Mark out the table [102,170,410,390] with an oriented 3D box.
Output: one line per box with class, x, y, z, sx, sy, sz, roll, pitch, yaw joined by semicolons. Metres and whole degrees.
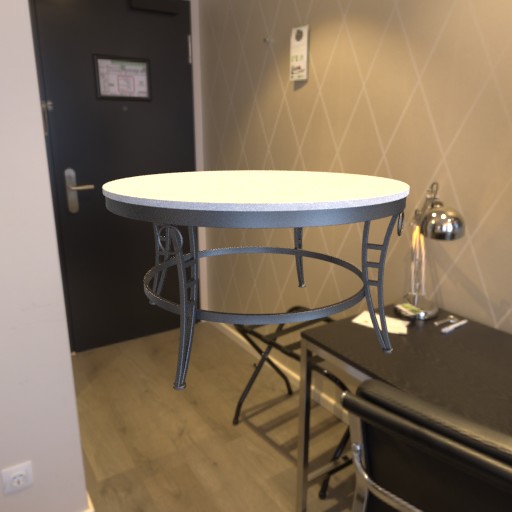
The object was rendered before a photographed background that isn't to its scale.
table;0.000;0.000;1.414;0.889;0.470;0.889;0;15;0
